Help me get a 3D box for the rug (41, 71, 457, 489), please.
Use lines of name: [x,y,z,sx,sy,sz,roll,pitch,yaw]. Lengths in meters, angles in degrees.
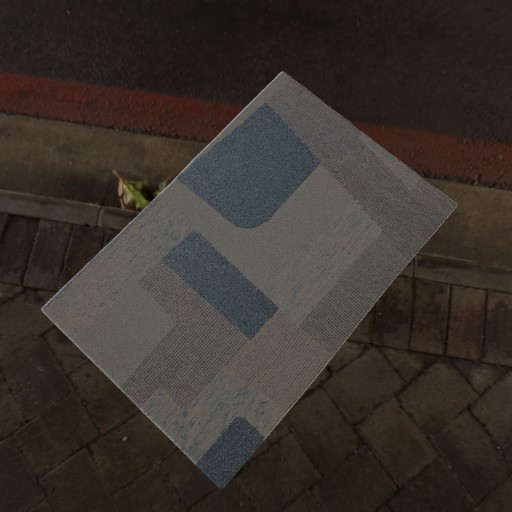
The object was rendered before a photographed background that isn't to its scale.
rug: [0.000,0.000,2.284,1.238,0.020,1.847,41,79,10]
